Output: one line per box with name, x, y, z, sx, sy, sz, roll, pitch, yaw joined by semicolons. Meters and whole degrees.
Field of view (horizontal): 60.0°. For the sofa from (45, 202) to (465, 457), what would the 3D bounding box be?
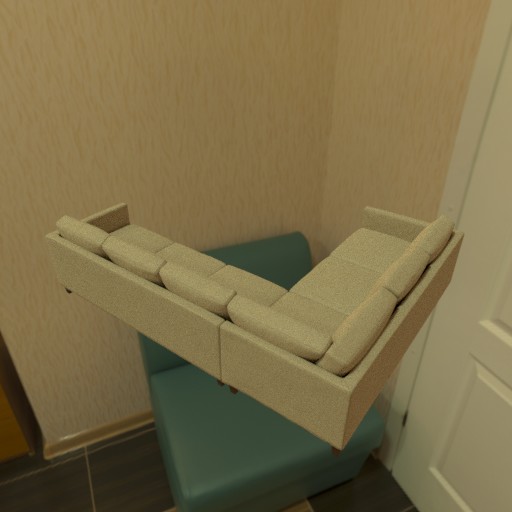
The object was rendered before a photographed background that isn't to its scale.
sofa;0.000;0.000;4.332;3.182;0.863;2.432;22;38;30
